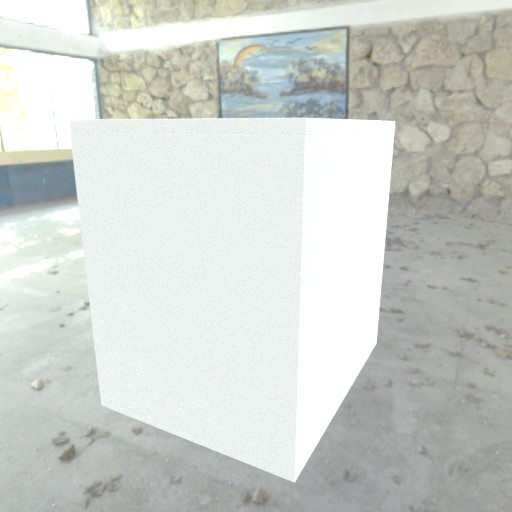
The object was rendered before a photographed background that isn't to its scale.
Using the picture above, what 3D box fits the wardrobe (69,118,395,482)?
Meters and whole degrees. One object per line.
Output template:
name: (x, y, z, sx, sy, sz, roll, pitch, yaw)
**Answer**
wardrobe: (0.000, 0.000, 0.889, 0.400, 0.520, 0.500, 9, 19, 27)
